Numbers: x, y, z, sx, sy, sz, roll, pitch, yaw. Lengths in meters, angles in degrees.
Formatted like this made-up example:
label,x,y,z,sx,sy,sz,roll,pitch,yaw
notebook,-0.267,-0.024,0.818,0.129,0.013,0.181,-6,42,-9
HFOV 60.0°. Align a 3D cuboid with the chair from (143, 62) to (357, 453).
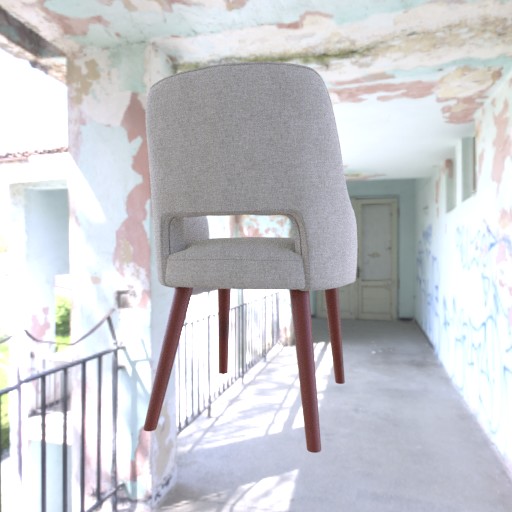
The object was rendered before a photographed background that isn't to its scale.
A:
label,x,y,z,sx,sy,sz,roll,pitch,yaw
chair,0.000,0.000,1.257,0.548,0.849,0.605,0,1,16
